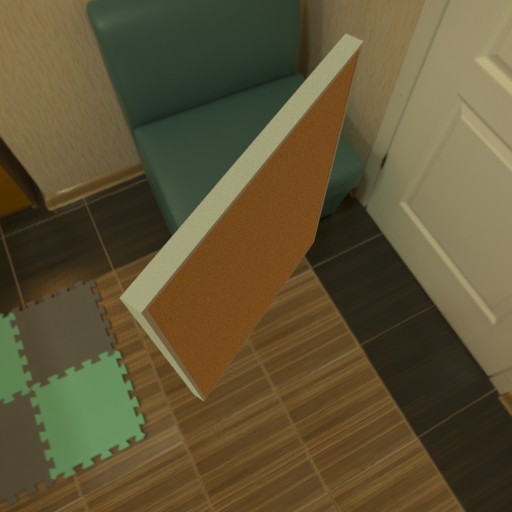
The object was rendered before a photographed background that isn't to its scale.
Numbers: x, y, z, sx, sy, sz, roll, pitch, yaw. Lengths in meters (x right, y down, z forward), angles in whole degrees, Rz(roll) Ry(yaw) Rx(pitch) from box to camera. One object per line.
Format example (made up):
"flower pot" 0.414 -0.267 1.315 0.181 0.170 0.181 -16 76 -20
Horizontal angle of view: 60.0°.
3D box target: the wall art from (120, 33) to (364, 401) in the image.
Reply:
"wall art" 0.000 0.000 1.028 0.055 0.763 0.611 31 68 14
